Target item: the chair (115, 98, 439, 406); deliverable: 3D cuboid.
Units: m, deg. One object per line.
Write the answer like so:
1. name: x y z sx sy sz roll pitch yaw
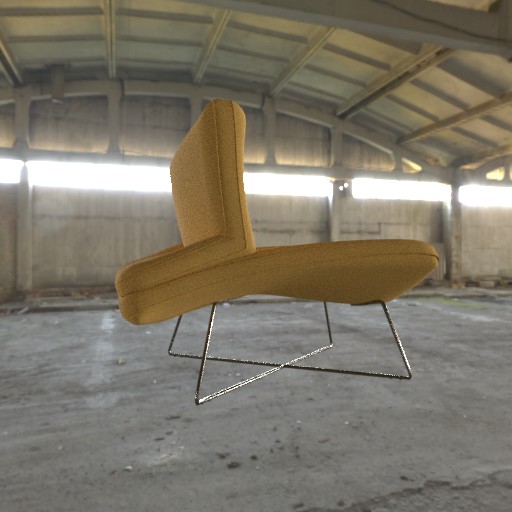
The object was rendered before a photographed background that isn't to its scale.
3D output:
1. chair: 0.000 0.000 1.661 1.008 0.855 0.859 0 0 -17
